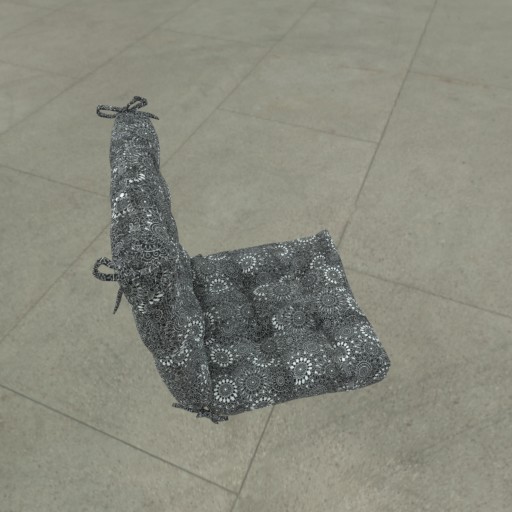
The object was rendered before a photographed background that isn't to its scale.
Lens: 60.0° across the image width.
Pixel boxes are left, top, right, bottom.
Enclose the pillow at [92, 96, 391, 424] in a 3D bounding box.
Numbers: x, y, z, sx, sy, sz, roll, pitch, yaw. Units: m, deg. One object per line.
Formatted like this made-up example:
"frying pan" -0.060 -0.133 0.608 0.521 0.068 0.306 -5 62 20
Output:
"pillow" 0.000 0.000 1.005 0.571 0.605 0.519 -10 48 -9
